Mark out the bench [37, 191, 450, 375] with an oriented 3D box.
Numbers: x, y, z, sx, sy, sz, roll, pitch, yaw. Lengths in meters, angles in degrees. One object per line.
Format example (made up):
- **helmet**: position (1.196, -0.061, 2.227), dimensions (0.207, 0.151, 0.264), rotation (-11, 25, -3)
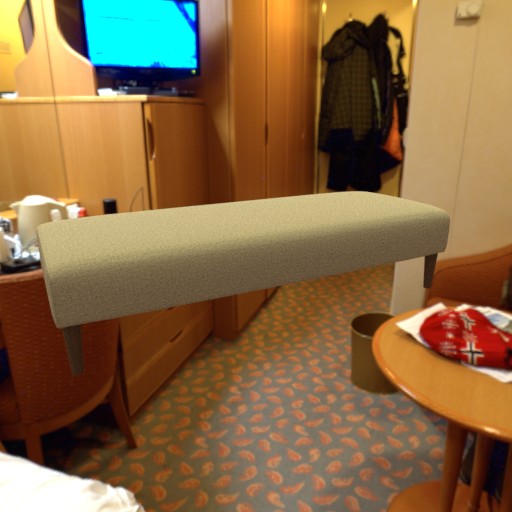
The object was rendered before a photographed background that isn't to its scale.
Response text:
- **bench**: position (0.000, 0.000, 1.846), dimensions (1.598, 0.383, 0.631), rotation (-9, 20, -26)
